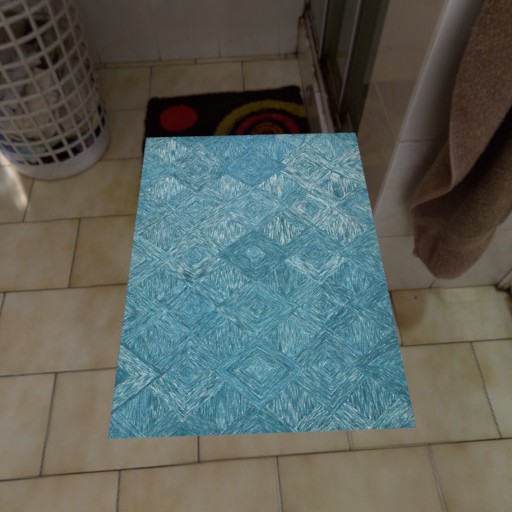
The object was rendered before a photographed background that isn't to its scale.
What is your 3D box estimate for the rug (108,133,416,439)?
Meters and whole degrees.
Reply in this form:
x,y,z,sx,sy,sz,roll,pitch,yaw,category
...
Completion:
x,y,z,sx,sy,sz,roll,pitch,yaw,category
0.000,0.000,4.277,2.405,0.027,3.217,-2,59,-1,rug
